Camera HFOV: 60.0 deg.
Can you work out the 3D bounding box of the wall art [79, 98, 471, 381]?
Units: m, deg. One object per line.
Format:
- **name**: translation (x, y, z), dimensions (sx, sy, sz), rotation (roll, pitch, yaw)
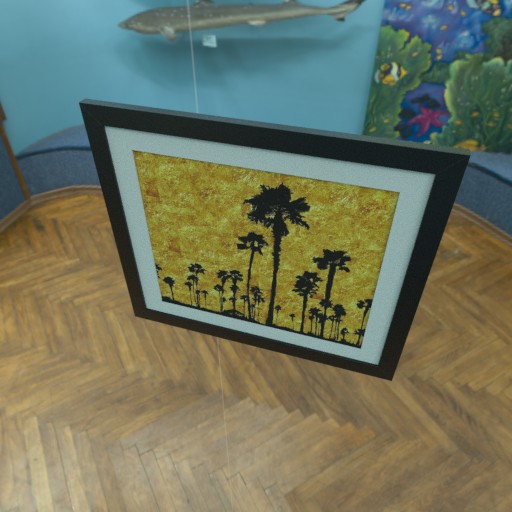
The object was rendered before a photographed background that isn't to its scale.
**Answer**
- **wall art**: translation (0.000, 0.000, 0.529), dimensions (0.383, 0.332, 0.012), rotation (11, 42, 13)
